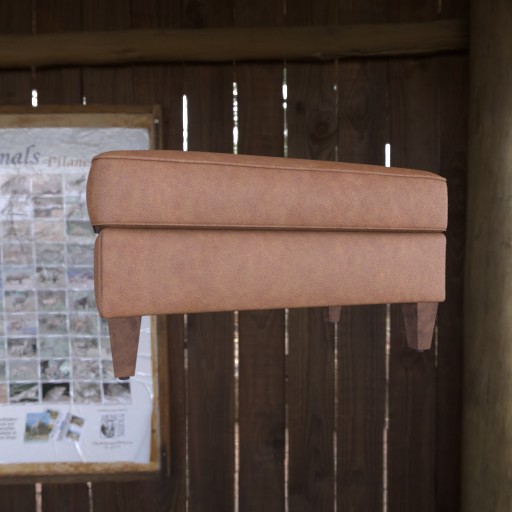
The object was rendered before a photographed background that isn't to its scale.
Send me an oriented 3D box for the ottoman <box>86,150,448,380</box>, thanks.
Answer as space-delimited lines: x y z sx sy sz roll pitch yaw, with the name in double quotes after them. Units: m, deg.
0.000 0.000 1.218 0.864 0.483 0.584 0 1 -19 "ottoman"
